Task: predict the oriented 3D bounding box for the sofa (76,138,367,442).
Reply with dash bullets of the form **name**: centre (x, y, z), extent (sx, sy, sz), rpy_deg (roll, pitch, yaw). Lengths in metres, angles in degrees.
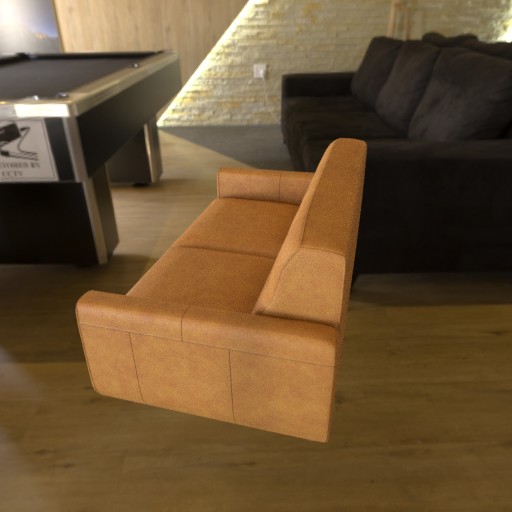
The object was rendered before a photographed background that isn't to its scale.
- **sofa**: centre (0.000, 0.000, 2.226), extent (0.952, 0.925, 1.651), rpy_deg (7, 30, 13)
